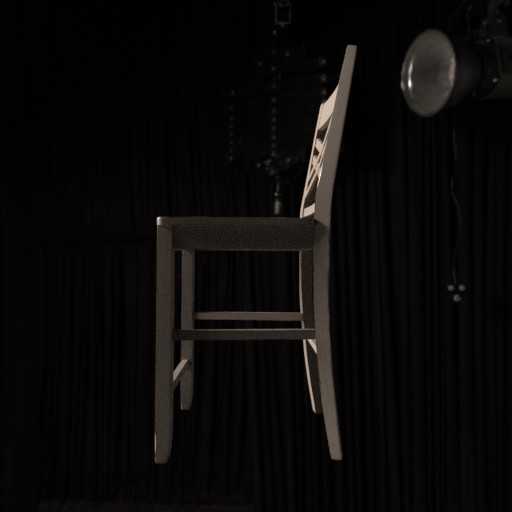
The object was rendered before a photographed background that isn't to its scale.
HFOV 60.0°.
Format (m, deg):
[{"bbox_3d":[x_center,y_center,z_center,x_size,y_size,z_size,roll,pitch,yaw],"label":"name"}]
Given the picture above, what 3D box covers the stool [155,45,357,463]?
[{"bbox_3d":[0.000,0.000,1.357,0.539,1.079,0.462,0,0,0],"label":"stool"}]
